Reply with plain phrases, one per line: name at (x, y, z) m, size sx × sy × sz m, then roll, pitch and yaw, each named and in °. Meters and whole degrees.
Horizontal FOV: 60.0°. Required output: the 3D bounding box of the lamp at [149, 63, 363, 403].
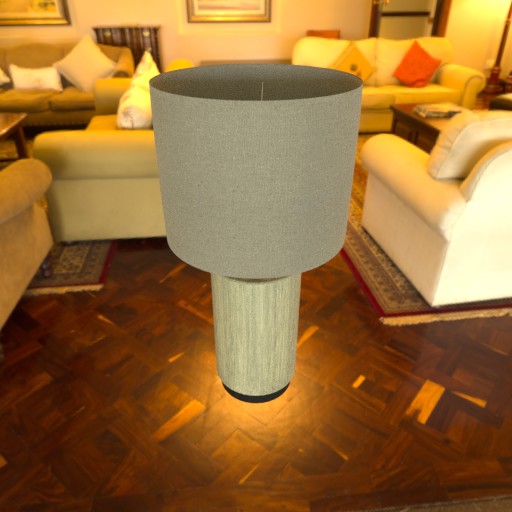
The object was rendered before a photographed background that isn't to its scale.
lamp at (0.000, 0.000, 0.590) m, size 0.228 × 0.444 × 0.228 m, roll 20°, pitch 36°, yaw 29°
